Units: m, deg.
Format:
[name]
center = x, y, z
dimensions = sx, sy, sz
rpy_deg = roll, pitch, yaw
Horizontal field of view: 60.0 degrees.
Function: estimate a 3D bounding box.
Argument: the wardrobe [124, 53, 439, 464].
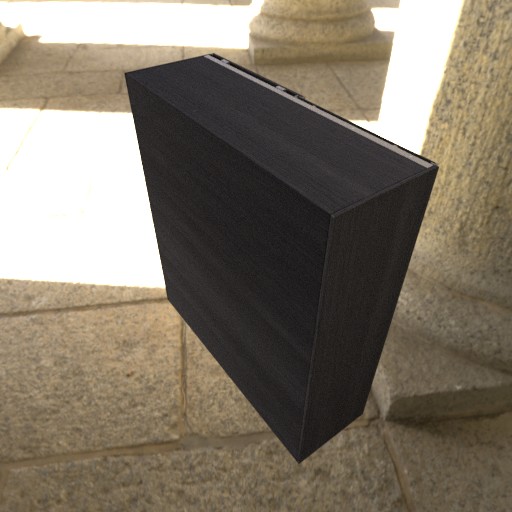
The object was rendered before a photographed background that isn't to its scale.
[wardrobe]
center = 0.000, 0.000, 2.864
dimensions = 0.629, 1.960, 1.780
rpy_deg = -26, 48, -26
